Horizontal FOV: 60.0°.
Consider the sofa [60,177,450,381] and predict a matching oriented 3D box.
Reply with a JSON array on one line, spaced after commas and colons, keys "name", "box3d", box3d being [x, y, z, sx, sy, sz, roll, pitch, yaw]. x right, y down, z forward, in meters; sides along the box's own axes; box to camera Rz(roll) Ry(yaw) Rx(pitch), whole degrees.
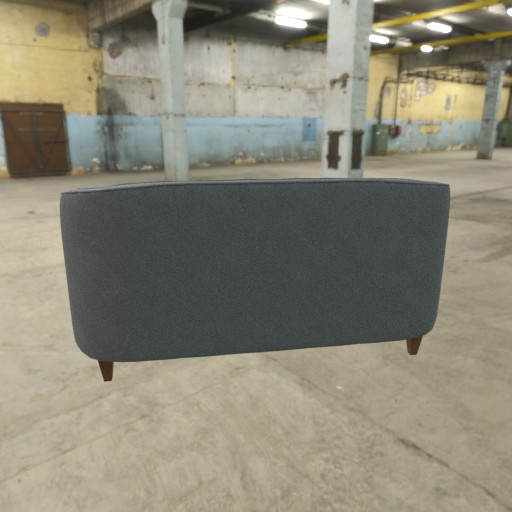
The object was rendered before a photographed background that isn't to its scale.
[{"name": "sofa", "box3d": [0.000, 0.000, 2.257, 1.733, 0.855, 0.941, -3, 16, -9]}]
